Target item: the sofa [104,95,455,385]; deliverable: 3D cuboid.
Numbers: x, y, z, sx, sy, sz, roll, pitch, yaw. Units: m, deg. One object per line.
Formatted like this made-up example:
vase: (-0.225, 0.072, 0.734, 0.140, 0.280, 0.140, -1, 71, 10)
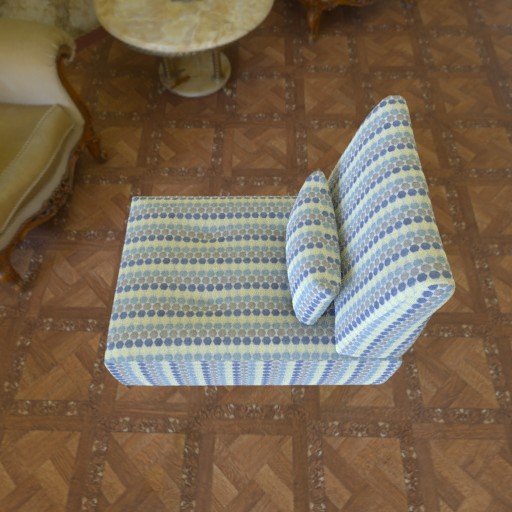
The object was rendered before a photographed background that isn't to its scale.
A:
sofa: (0.000, 0.000, 1.532, 1.000, 0.820, 0.700, 0, 59, 0)
